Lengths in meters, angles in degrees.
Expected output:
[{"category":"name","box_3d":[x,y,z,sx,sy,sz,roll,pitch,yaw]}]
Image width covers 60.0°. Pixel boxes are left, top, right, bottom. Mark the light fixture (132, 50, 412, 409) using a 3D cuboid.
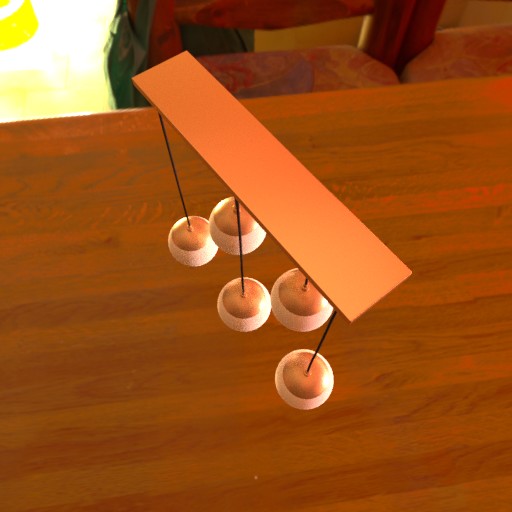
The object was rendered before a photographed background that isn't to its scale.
[{"category":"light fixture","box_3d":[0.000,0.000,1.329,0.299,0.869,0.863,-35,68,-16]}]
